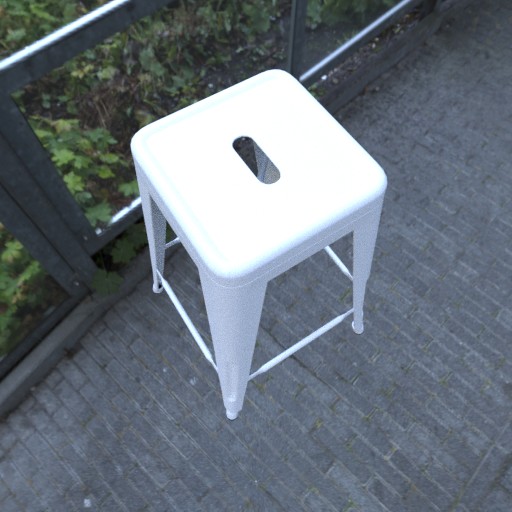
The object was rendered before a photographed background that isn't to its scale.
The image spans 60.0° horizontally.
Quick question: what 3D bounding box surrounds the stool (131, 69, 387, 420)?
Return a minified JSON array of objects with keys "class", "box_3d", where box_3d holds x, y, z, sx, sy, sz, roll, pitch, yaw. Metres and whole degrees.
[{"class":"stool","box_3d":[0.000,0.000,0.886,0.406,0.610,0.406,-30,67,-14]}]
